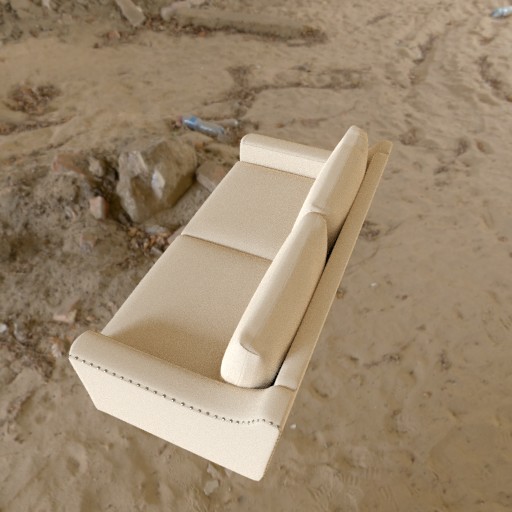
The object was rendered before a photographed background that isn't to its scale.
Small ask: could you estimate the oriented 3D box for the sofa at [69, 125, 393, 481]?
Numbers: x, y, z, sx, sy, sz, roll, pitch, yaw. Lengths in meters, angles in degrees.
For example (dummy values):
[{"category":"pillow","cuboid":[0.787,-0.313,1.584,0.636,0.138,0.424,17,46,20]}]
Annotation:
[{"category":"sofa","cuboid":[0.000,0.000,2.300,0.949,0.830,1.812,17,49,16]}]
